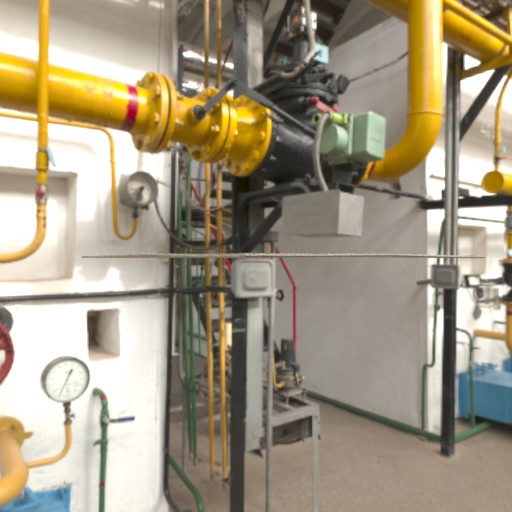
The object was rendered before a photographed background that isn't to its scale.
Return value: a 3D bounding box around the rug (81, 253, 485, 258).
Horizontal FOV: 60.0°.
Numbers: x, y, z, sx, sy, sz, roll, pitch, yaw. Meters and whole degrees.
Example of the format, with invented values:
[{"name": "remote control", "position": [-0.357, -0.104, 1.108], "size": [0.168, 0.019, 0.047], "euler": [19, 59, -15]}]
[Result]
[{"name": "rug", "position": [0.000, 0.000, 4.833], "size": [2.757, 0.051, 3.626], "euler": [0, 0, -35]}]
